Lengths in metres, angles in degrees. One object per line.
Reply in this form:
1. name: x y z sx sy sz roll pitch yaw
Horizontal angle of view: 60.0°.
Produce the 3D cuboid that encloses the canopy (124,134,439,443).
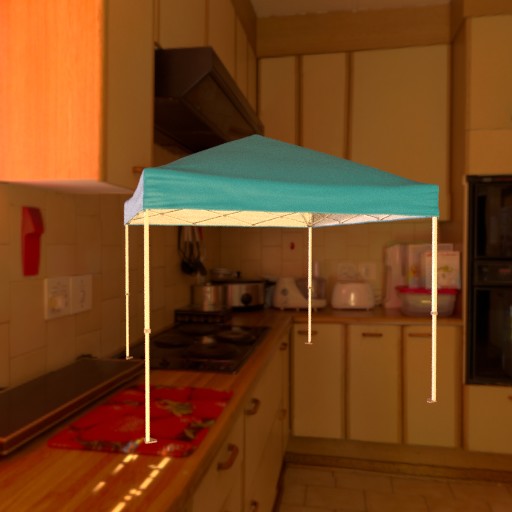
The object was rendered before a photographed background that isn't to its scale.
1. canopy: 0.000 0.000 5.500 2.998 2.997 2.996 0 1 -19
